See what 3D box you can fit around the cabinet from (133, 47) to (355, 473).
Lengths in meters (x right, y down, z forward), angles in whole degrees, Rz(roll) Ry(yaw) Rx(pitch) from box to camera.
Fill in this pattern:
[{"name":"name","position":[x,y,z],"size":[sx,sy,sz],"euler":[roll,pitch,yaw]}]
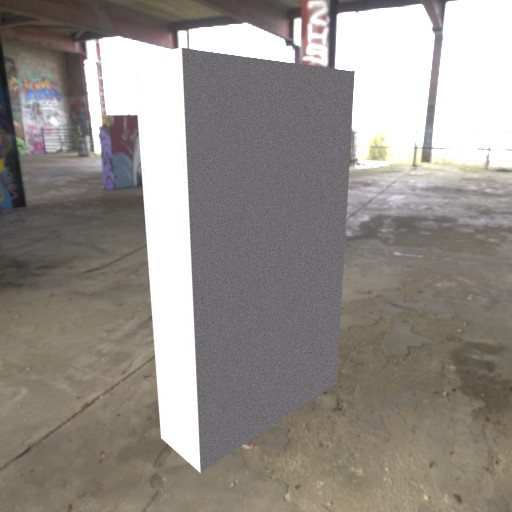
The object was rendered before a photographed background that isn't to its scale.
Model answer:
[{"name":"cabinet","position":[0.000,0.000,1.608],"size":[0.750,1.280,0.250],"euler":[-16,23,-42]}]
